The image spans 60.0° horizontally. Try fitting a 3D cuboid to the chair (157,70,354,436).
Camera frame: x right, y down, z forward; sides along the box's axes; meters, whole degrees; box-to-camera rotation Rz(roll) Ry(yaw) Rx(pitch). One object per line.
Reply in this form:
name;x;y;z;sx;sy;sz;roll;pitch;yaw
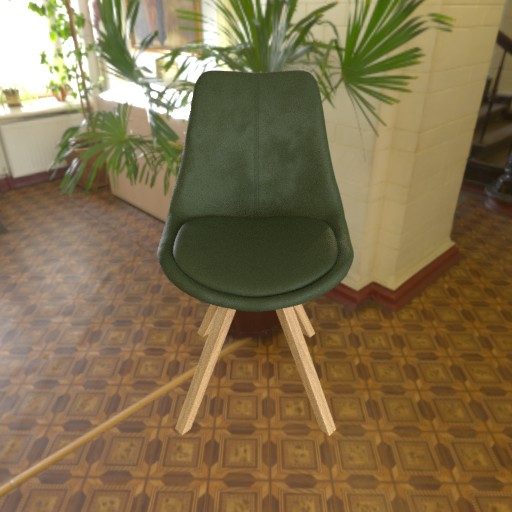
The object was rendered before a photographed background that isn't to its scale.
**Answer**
chair;0.000;0.000;1.187;0.483;0.865;0.547;0;29;0
